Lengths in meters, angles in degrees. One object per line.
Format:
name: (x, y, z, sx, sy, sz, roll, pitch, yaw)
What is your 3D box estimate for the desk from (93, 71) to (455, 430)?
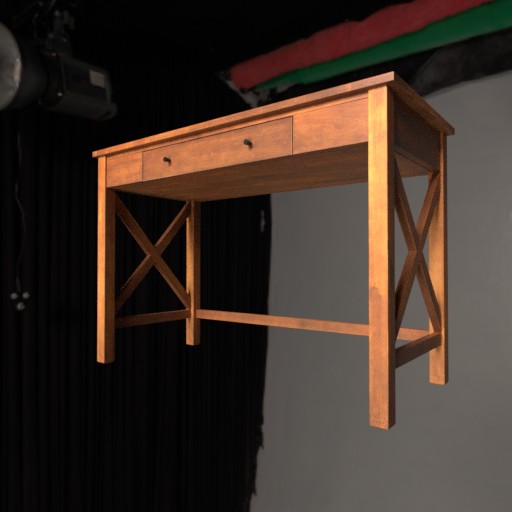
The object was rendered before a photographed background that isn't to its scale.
desk: (0.000, 0.000, 1.466, 1.117, 0.762, 0.508, -1, -1, 38)
